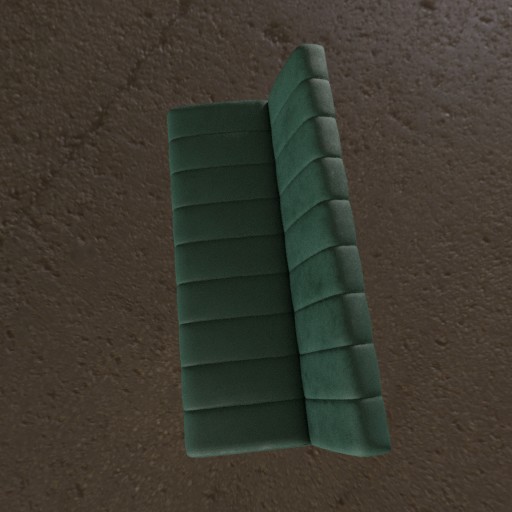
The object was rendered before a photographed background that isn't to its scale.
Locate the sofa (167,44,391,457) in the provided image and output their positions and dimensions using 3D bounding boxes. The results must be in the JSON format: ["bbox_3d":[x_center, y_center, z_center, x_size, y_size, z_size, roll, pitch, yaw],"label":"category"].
[{"bbox_3d":[0.000,0.000,2.213,0.830,0.820,1.810,-6,75,-2],"label":"sofa"}]
